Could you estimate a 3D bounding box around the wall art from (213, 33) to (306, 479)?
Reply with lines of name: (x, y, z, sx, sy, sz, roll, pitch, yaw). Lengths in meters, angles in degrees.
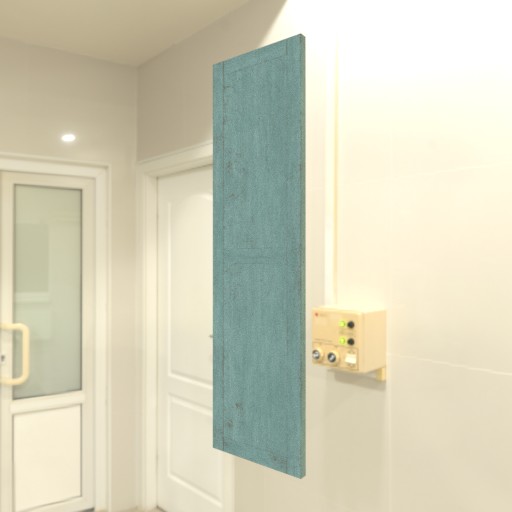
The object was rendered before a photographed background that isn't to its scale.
wall art: (0.000, 0.000, 1.320, 0.329, 1.219, 0.025, 0, 0, 37)
